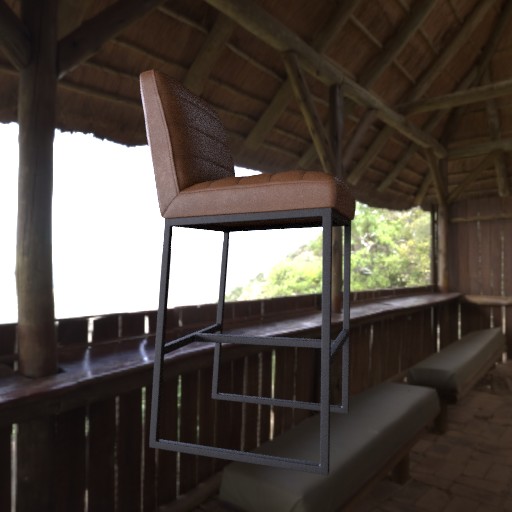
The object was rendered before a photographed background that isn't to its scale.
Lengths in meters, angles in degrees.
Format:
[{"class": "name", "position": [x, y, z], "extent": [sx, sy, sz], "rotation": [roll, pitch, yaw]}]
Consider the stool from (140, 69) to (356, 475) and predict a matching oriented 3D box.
[{"class": "stool", "position": [0.000, 0.000, 1.337], "extent": [0.556, 1.040, 0.458], "rotation": [0, 1, 18]}]
